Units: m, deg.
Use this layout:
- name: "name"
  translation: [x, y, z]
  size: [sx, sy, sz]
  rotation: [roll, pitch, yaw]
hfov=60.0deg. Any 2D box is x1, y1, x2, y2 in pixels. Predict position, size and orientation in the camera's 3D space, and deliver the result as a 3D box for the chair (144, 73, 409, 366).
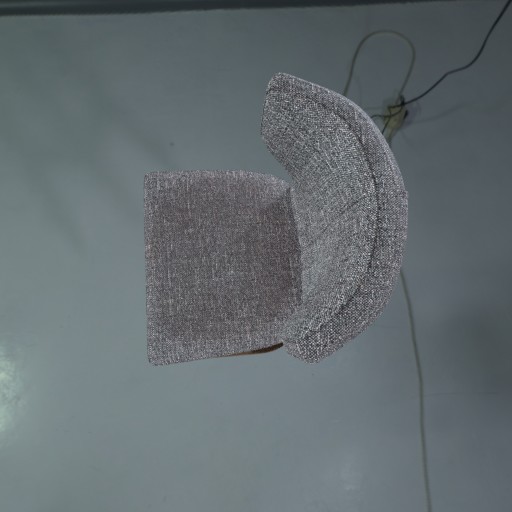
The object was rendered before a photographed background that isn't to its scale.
- name: "chair"
  translation: [0.000, 0.000, 1.249]
  size: [0.617, 0.824, 0.611]
  rotation: [-5, 76, -1]
